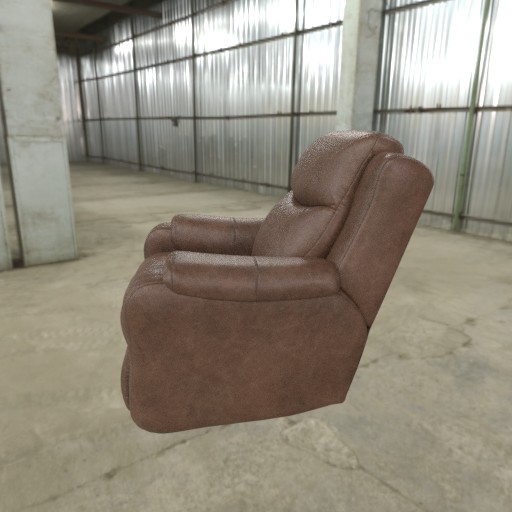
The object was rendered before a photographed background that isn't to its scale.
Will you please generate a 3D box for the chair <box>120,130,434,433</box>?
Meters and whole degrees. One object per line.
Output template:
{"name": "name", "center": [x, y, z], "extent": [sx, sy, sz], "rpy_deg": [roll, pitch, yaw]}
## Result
{"name": "chair", "center": [0.000, 0.000, 1.814], "extent": [1.067, 0.990, 0.940], "rpy_deg": [-2, 16, -8]}
